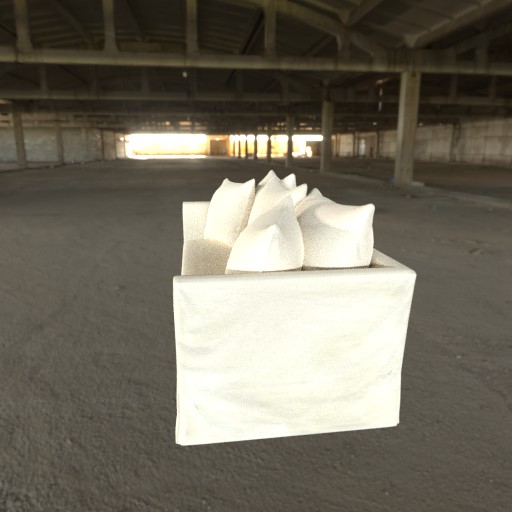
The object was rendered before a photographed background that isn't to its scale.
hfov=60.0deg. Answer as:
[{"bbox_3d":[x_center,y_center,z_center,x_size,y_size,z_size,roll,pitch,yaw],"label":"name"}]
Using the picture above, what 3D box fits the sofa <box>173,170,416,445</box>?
[{"bbox_3d":[0.000,0.000,2.958,1.030,1.042,2.484,-2,14,-8],"label":"sofa"}]
